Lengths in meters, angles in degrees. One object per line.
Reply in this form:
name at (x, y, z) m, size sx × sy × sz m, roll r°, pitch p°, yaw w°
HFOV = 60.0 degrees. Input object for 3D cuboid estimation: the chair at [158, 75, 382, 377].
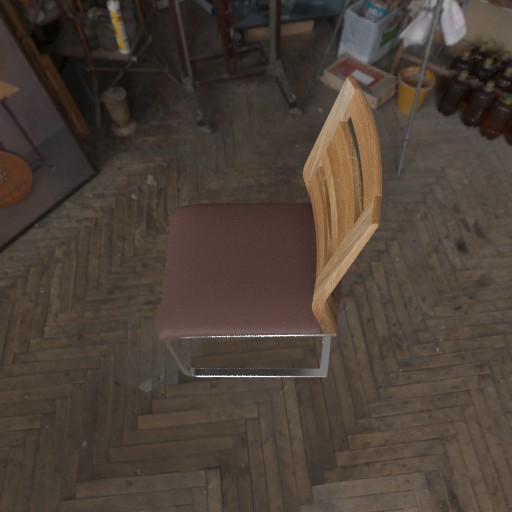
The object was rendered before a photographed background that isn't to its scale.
chair at (0.000, 0.000, 1.312) m, size 0.570 × 0.970 × 0.460 m, roll 0°, pitch 59°, yaw 0°
